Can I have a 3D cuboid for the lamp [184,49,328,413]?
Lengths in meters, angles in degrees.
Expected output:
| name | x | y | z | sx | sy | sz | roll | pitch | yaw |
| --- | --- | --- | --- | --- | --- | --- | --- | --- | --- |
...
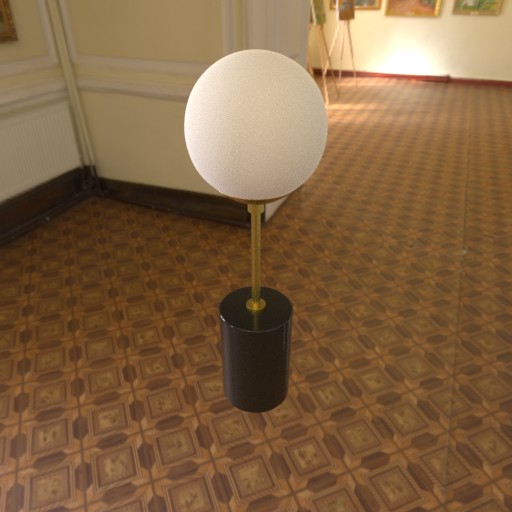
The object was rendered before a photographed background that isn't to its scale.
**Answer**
| name | x | y | z | sx | sy | sz | roll | pitch | yaw |
| --- | --- | --- | --- | --- | --- | --- | --- | --- | --- |
| lamp | 0.000 | 0.000 | 0.566 | 0.153 | 0.480 | 0.153 | 0 | 32 | 0 |
